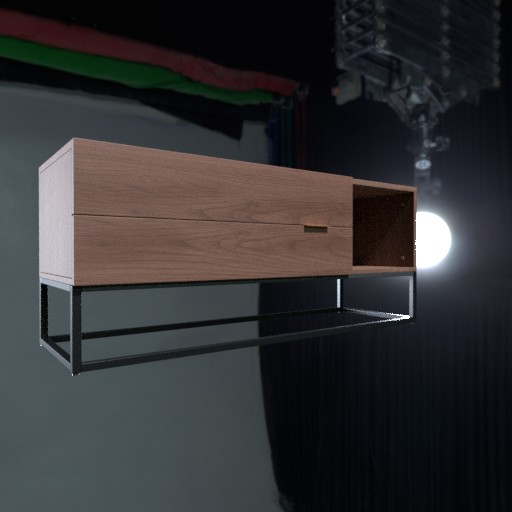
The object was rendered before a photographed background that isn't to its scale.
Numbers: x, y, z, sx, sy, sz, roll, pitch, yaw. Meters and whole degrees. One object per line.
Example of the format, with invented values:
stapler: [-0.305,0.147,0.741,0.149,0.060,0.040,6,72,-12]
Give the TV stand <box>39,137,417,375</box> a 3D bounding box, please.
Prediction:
TV stand: [0.000,0.000,1.424,1.200,0.500,0.415,0,1,-35]
